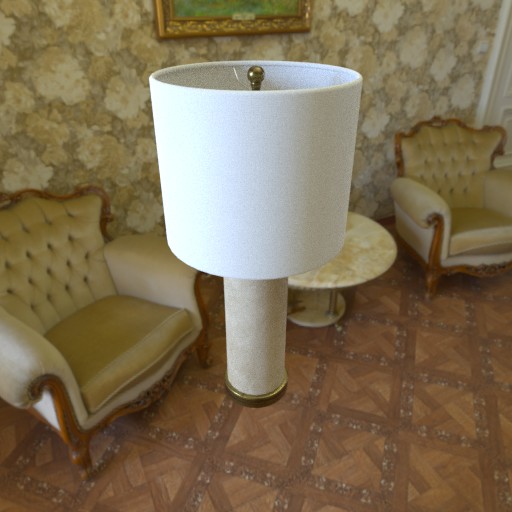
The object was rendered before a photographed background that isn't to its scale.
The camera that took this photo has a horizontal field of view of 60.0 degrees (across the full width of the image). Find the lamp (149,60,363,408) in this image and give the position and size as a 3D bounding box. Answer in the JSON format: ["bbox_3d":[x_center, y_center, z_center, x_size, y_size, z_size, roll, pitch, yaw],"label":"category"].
[{"bbox_3d":[0.000,0.000,0.798,0.305,0.634,0.305,9,31,15],"label":"lamp"}]
